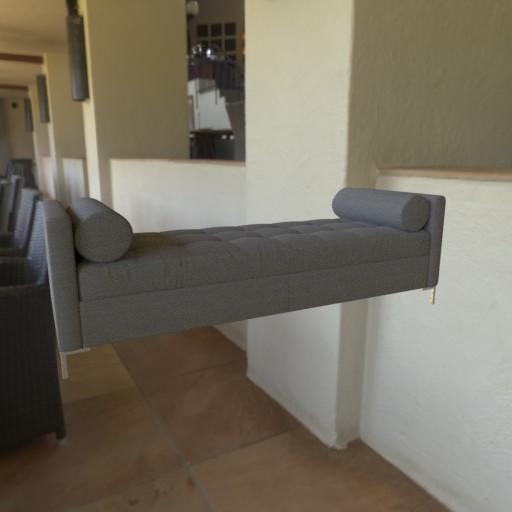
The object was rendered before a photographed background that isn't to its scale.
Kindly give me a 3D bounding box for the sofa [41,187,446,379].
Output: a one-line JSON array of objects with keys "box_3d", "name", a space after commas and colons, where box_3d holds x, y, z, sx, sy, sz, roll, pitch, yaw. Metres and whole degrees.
[{"box_3d": [0.000, 0.000, 2.336, 1.981, 0.635, 0.686, -6, 14, -26], "name": "sofa"}]
